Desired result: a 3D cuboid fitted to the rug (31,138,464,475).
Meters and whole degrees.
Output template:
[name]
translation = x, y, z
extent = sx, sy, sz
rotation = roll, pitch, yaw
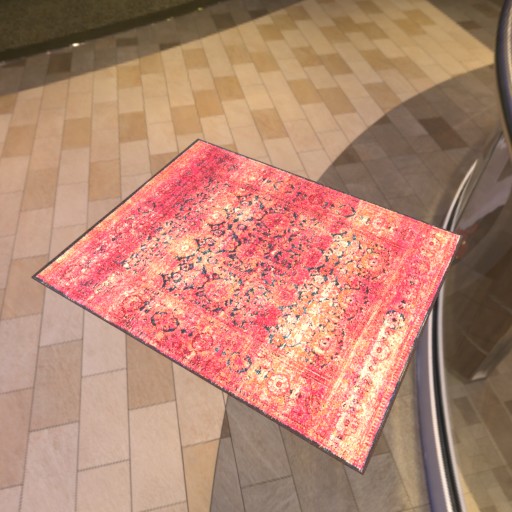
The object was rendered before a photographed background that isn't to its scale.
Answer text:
[rug]
translation = 0.000, 0.000, 3.936
extent = 3.032, 0.020, 2.411
rotation = 24, 53, 20
